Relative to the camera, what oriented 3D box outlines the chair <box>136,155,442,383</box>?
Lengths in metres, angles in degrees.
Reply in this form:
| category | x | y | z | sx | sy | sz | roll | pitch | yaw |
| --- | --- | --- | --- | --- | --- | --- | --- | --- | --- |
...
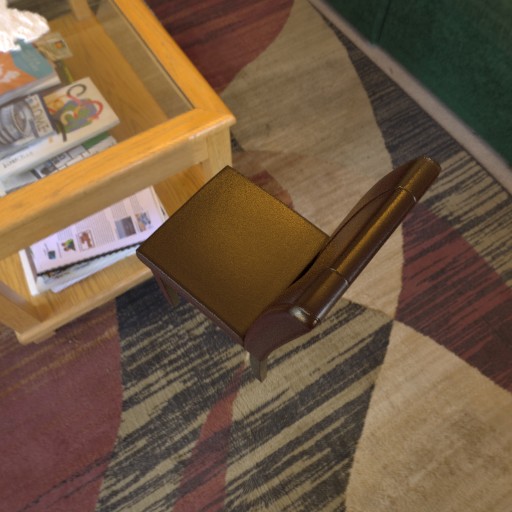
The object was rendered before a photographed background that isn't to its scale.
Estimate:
| category | x | y | z | sx | sy | sz | roll | pitch | yaw |
| --- | --- | --- | --- | --- | --- | --- | --- | --- | --- |
| chair | 0.000 | 0.000 | 1.187 | 0.556 | 0.897 | 0.399 | 37 | 70 | 16 |
